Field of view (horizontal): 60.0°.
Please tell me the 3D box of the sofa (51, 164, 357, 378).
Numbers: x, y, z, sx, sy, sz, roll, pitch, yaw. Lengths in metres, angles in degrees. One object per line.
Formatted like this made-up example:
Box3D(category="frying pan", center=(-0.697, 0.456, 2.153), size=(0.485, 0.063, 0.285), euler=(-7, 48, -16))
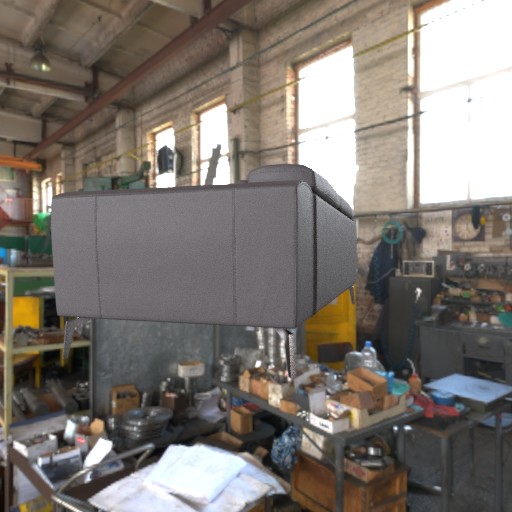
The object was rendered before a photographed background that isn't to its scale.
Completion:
Box3D(category="sofa", center=(0.000, 0.000, 2.731), size=(1.048, 0.814, 2.330), euler=(0, 1, 18))
